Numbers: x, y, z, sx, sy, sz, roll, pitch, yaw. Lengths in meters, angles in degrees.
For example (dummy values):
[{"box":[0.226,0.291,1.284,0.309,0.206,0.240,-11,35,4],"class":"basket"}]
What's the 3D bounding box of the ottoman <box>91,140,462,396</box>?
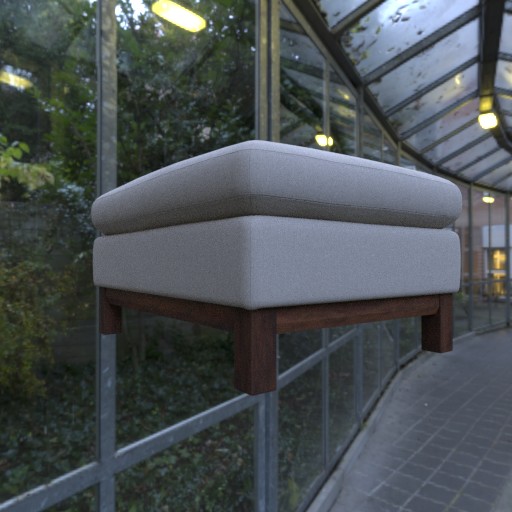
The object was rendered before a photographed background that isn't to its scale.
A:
[{"box":[0.000,0.000,1.097,0.606,0.420,0.771,0,-1,-37],"class":"ottoman"}]
